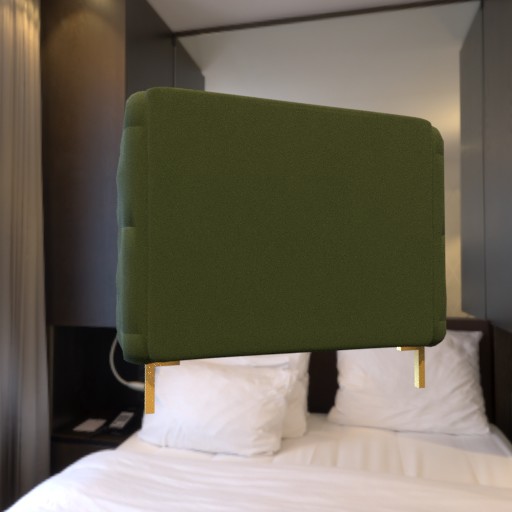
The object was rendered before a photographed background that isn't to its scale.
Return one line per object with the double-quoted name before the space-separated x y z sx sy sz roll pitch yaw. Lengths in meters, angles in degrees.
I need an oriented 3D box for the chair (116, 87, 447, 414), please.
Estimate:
"chair" 0.000 0.000 1.520 0.917 0.768 0.855 1 -2 -17
